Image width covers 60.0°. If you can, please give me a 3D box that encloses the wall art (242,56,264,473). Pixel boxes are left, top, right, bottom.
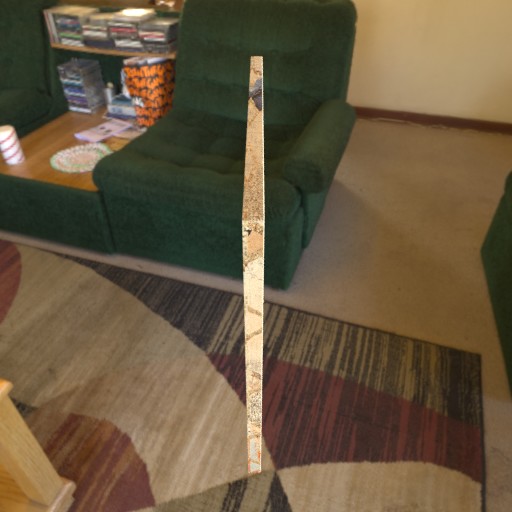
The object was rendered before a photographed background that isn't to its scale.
[{"bbox_3d":[0.000,0.000,1.364,0.039,0.914,0.912,0,40,0],"label":"wall art"}]
